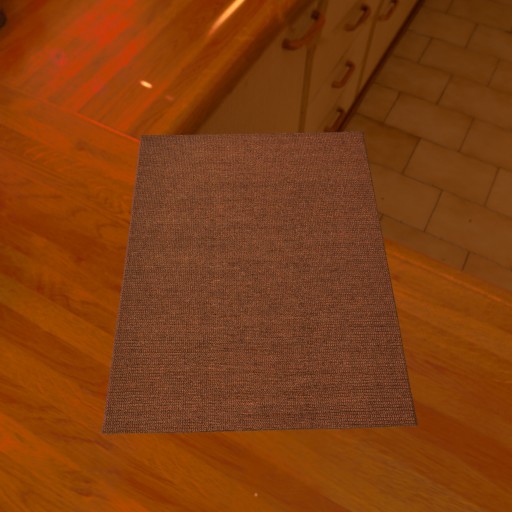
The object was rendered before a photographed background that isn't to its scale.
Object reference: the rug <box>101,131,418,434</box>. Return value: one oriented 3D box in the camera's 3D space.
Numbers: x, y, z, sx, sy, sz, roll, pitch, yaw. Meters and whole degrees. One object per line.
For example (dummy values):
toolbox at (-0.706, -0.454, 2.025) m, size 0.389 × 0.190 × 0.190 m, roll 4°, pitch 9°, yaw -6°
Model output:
rug at (0.000, 0.000, 4.146) m, size 2.456 × 0.021 × 3.068 m, roll -1°, pitch 62°, yaw -1°
